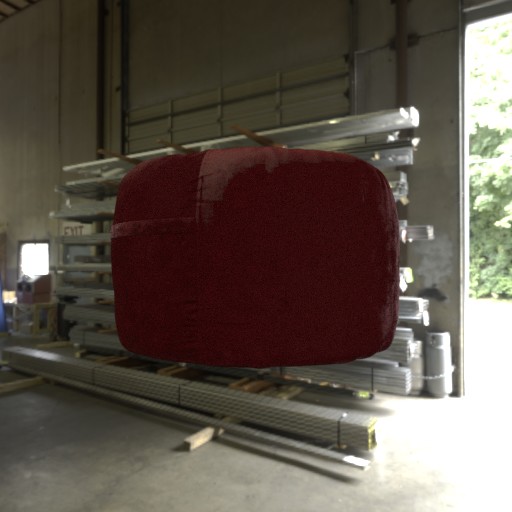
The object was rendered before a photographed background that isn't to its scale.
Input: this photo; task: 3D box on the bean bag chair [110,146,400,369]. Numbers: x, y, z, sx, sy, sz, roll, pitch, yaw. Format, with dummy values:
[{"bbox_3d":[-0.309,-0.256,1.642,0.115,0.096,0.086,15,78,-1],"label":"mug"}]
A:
[{"bbox_3d":[0.000,0.000,1.974,1.219,0.762,1.219,0,-1,0],"label":"bean bag chair"}]
